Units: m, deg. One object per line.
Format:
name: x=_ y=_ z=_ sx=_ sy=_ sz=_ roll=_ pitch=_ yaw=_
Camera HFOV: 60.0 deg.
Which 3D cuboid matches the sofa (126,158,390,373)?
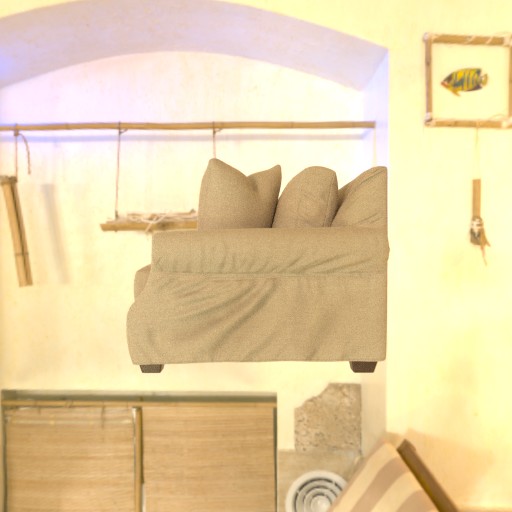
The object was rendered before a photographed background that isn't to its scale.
sofa: x=0.000 y=0.000 z=2.819 sx=1.067 sy=0.904 sz=2.285 roll=0 pitch=1 yaw=0
